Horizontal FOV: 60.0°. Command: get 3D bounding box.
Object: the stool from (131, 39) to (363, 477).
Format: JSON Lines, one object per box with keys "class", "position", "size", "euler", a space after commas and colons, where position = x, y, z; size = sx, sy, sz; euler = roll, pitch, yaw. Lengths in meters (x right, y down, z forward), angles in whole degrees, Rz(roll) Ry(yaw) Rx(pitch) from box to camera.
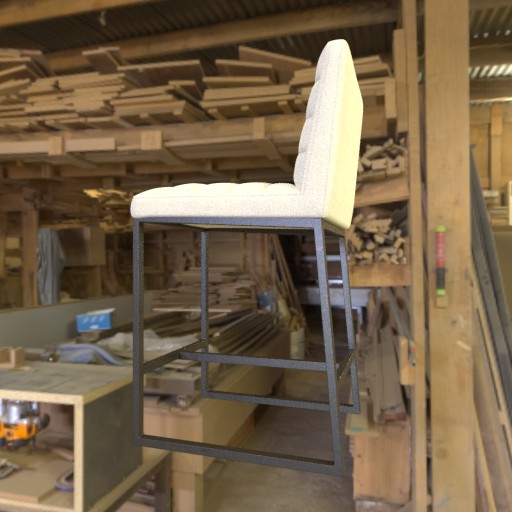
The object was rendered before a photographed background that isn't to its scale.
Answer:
{"class": "stool", "position": [0.000, 0.000, 1.263], "size": [0.567, 0.971, 0.459], "euler": [0, 0, 18]}
